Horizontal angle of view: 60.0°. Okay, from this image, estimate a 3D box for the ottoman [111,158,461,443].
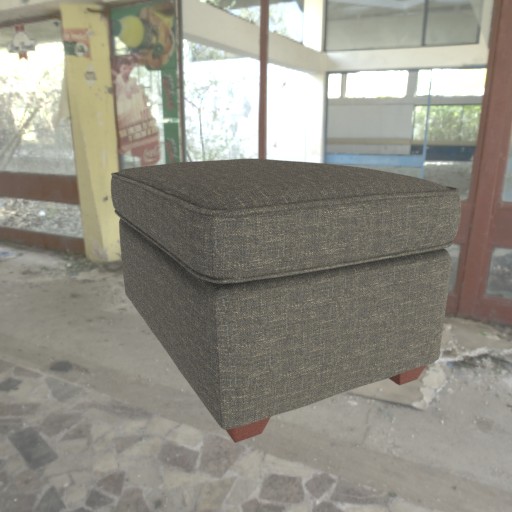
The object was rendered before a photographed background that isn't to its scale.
[{"bbox_3d":[0.000,0.000,1.075,0.549,0.450,0.749,-8,18,-27],"label":"ottoman"}]
